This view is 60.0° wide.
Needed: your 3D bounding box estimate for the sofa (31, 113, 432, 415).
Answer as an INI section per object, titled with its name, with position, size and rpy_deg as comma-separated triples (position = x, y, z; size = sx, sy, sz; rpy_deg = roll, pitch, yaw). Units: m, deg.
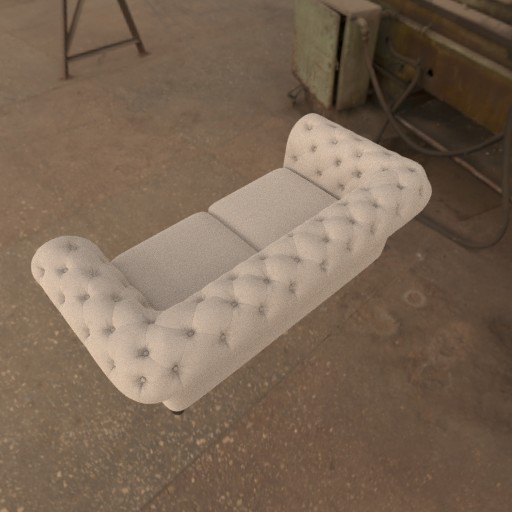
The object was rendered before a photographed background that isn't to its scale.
[sofa]
position = 0.000, 0.000, 2.461
size = 1.998, 0.764, 0.986
rpy_deg = -33, 55, -27
